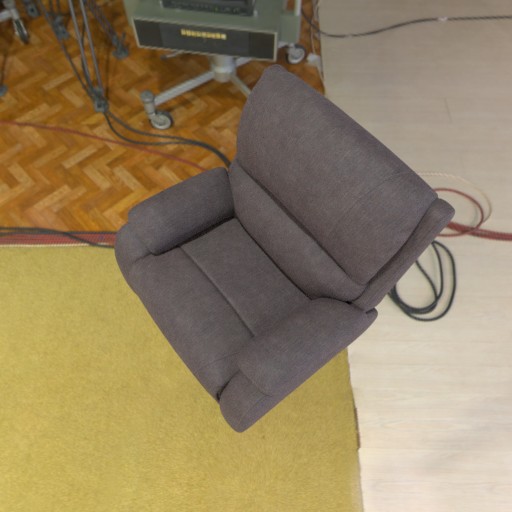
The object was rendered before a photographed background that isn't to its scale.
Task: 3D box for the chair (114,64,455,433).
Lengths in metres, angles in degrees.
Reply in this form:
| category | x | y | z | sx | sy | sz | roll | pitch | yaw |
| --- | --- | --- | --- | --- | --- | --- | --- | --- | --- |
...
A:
| category | x | y | z | sx | sy | sz | roll | pitch | yaw |
| --- | --- | --- | --- | --- | --- | --- | --- | --- | --- |
| chair | 0.000 | 0.000 | 1.728 | 0.899 | 1.011 | 0.930 | -35 | 67 | -17 |
